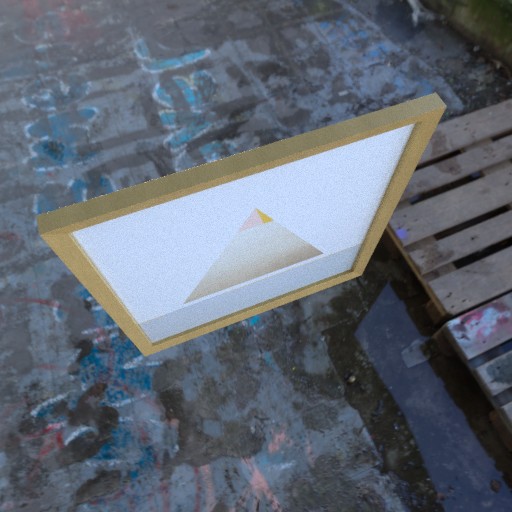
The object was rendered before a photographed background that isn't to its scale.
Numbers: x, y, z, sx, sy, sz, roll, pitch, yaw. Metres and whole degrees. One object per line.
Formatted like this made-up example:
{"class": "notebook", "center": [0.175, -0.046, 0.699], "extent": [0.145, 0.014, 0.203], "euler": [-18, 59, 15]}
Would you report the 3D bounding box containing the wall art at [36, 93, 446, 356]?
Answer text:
{"class": "wall art", "center": [0.000, 0.000, 2.849], "extent": [1.935, 1.936, 0.097], "euler": [-19, 64, -10]}
